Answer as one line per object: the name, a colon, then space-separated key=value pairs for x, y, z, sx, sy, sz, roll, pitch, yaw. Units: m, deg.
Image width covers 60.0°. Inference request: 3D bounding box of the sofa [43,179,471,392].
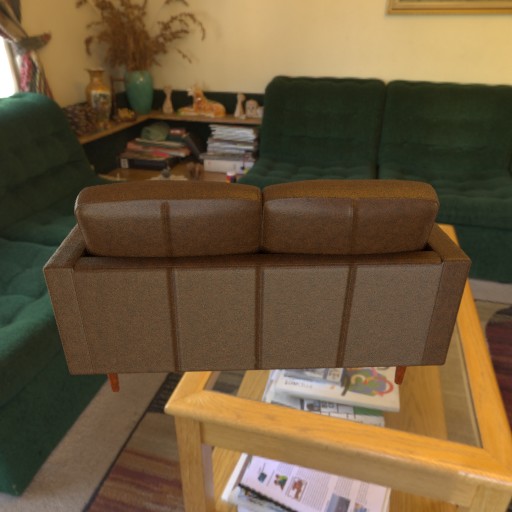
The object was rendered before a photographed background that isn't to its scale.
sofa: x=0.000 y=0.000 z=2.117 sx=1.578 sy=0.951 sz=0.909 roll=-1 pitch=28 yaw=-2
